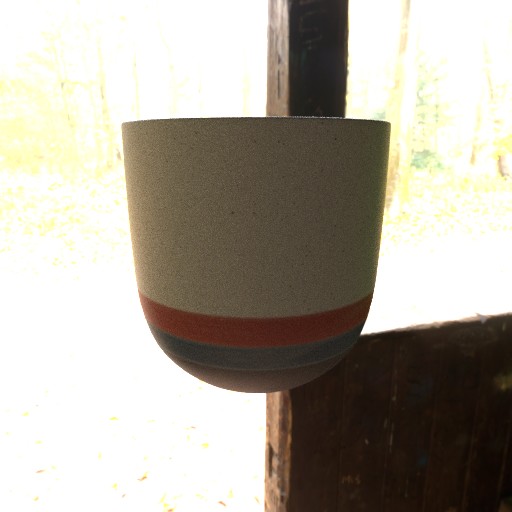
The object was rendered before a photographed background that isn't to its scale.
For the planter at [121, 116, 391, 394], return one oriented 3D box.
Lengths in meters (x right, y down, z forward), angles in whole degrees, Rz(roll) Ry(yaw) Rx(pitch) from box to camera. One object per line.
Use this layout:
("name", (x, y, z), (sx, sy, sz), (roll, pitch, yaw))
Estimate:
("planter", (0.000, 0.000, 0.374), (0.204, 0.214, 0.204), (0, 14, 0))
